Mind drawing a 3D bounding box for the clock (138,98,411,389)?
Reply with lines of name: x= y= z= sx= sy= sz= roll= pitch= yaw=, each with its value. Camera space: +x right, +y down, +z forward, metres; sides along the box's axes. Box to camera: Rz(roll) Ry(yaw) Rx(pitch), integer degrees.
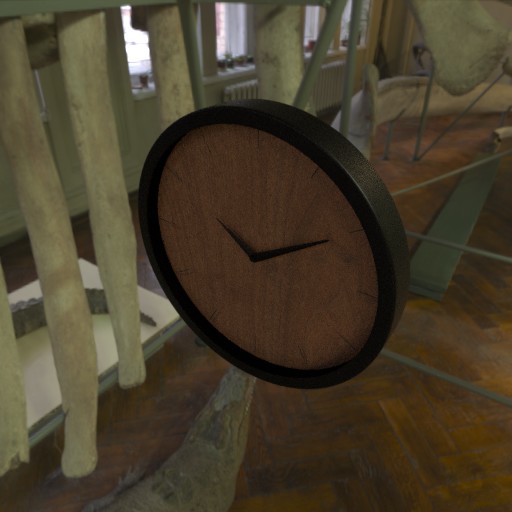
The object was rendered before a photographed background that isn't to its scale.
clock: x=0.000 y=0.000 z=0.470 sx=0.314 sy=0.314 sz=0.040 roll=20 pitch=36 yaw=29
